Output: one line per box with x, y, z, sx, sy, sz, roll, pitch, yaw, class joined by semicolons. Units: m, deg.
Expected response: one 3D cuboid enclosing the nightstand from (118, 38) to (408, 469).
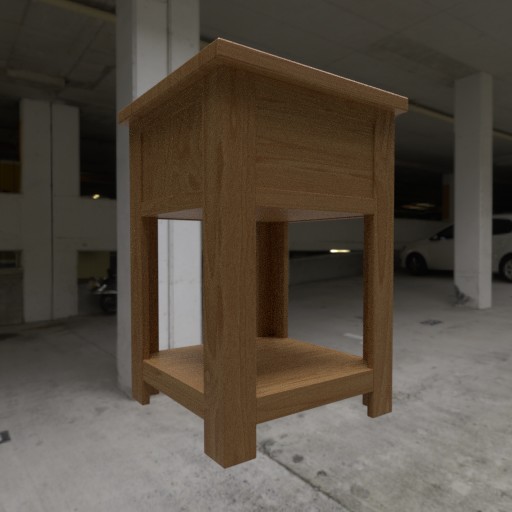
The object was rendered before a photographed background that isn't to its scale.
0.000;0.000;0.909;0.428;0.614;0.418;-1;1;-36;nightstand
